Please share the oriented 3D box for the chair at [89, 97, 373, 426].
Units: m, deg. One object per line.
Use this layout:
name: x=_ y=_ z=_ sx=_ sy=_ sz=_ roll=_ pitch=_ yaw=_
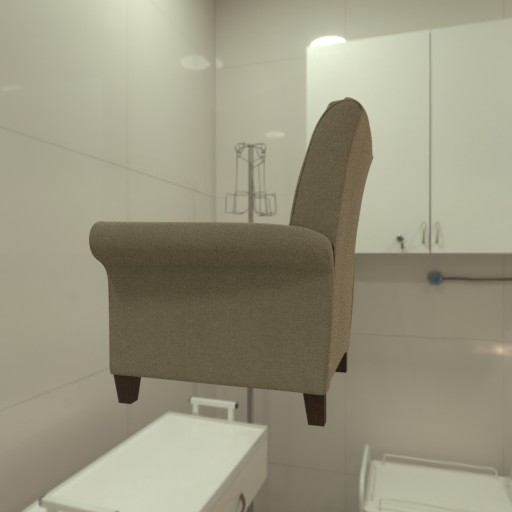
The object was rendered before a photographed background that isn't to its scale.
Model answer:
chair: x=0.000 y=0.000 z=1.814 sx=0.905 sy=1.061 sz=0.978 roll=0 pitch=0 yaw=17
